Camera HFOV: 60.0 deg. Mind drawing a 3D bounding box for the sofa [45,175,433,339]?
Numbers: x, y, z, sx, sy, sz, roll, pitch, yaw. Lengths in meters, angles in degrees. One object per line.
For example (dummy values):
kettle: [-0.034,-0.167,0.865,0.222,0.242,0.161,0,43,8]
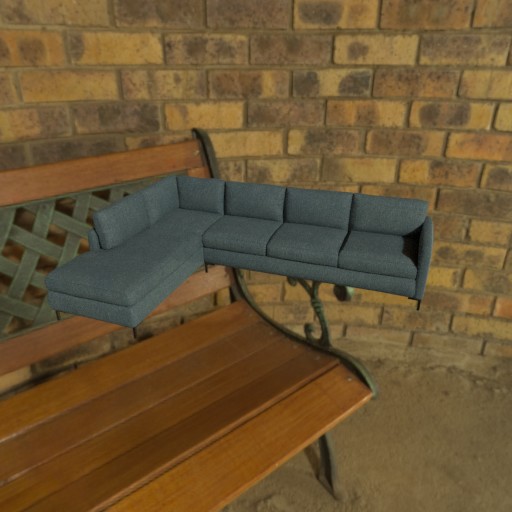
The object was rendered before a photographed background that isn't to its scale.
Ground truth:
sofa: [0.000,0.000,3.948,2.949,0.815,2.007,9,27,18]
